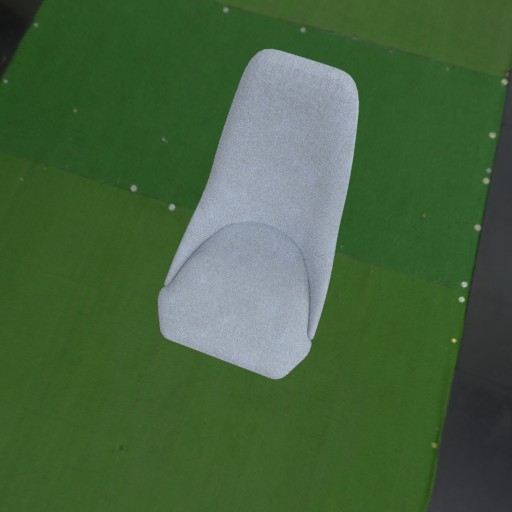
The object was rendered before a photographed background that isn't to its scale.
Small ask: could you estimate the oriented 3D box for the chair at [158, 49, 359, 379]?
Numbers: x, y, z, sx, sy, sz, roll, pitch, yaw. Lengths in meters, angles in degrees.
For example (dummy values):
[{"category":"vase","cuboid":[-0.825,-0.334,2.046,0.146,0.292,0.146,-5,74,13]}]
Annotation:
[{"category":"chair","cuboid":[0.000,0.000,1.382,0.510,1.040,0.660,20,76,5]}]
